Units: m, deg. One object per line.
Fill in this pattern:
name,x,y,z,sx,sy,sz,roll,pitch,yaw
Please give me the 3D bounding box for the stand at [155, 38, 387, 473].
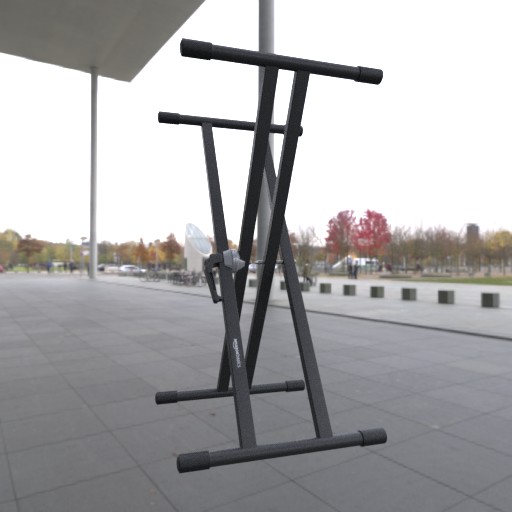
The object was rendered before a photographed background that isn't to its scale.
stand,0.000,0.000,1.215,0.495,0.900,0.503,0,-1,-18
